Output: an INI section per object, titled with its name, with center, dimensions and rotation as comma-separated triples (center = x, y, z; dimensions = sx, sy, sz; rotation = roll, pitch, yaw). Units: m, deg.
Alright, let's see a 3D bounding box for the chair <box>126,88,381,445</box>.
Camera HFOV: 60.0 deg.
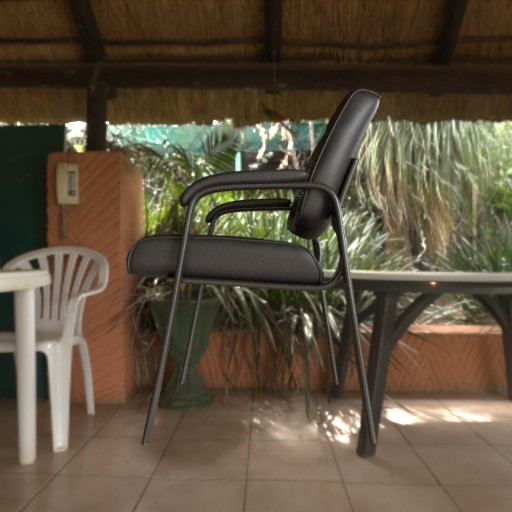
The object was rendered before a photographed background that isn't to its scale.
[chair]
center = 0.000, 0.000, 1.334
dimensions = 0.668, 0.910, 0.591
rotation = 0, 0, 0
